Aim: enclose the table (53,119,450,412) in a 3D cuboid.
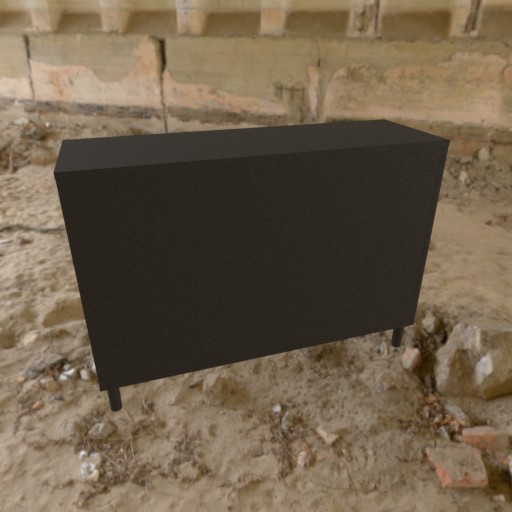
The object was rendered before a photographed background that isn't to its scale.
[{"bbox_3d":[0.000,0.000,1.642,1.200,0.855,0.400,-8,28,-16],"label":"table"}]
